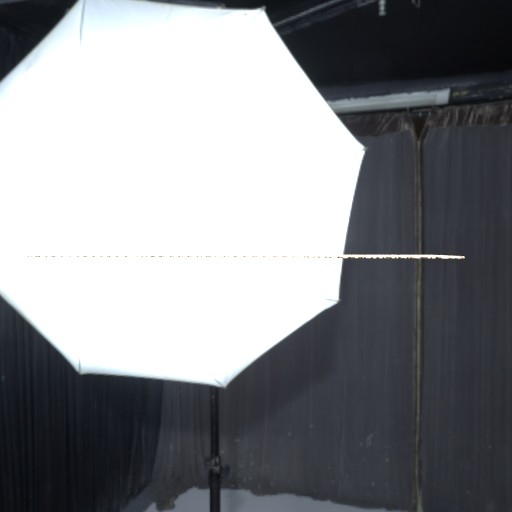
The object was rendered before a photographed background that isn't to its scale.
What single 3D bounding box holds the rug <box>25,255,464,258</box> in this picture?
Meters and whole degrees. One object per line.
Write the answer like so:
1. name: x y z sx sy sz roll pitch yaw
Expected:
1. rug: 0.000 0.000 2.307 1.828 0.008 1.219 0 0 17
